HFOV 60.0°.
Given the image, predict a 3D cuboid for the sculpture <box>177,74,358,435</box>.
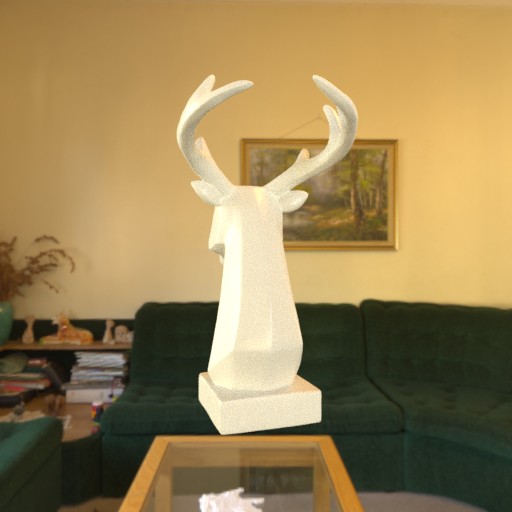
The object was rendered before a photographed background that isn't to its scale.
[{"bbox_3d":[0.000,0.000,0.464,0.174,0.329,0.224,0,0,-18],"label":"sculpture"}]
